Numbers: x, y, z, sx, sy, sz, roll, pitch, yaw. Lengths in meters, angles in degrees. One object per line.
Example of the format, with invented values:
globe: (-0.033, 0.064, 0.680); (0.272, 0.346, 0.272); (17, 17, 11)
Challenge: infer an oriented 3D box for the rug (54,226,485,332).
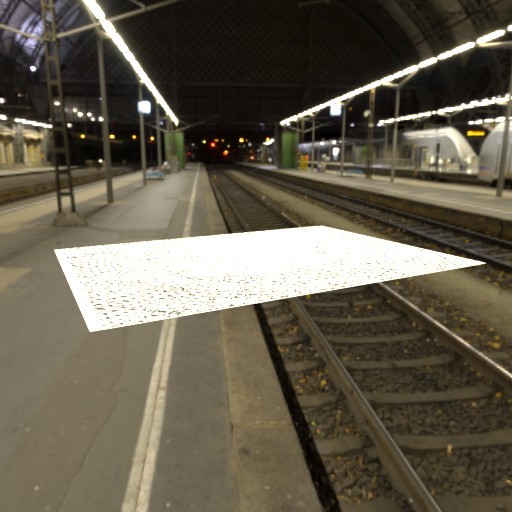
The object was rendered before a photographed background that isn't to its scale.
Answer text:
rug: (0.000, 0.000, 2.063); (1.634, 0.003, 1.190); (-7, 14, -27)
